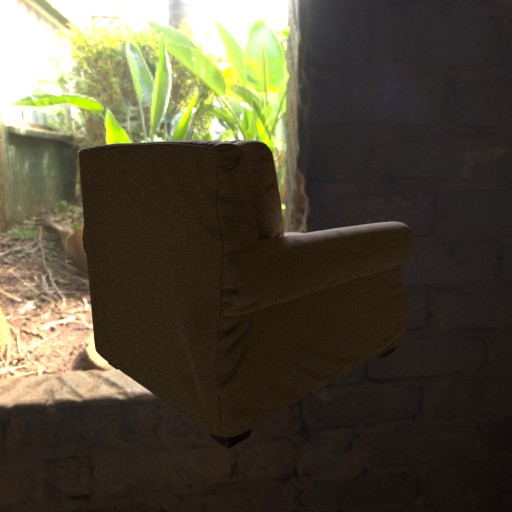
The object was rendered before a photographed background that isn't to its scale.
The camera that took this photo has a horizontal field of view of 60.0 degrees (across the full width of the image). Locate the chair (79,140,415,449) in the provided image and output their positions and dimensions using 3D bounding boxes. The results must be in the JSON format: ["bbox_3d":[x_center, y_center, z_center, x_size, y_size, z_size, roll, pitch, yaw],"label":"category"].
[{"bbox_3d":[0.000,0.000,1.744,1.066,0.866,0.940,-12,17,-43],"label":"chair"}]
